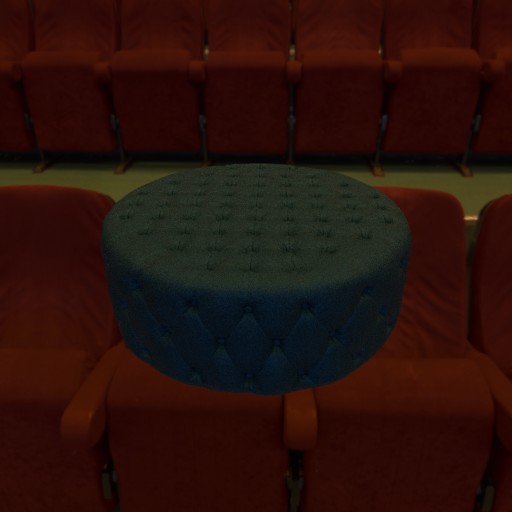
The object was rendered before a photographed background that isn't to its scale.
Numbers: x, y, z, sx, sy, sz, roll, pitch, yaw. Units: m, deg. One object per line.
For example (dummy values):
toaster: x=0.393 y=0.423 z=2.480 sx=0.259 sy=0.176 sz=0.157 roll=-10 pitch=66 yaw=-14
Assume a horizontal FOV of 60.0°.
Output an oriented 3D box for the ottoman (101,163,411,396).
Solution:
ottoman: x=0.000 y=0.000 z=1.518 sx=0.998 sy=0.398 sz=0.998 roll=0 pitch=29 yaw=0
